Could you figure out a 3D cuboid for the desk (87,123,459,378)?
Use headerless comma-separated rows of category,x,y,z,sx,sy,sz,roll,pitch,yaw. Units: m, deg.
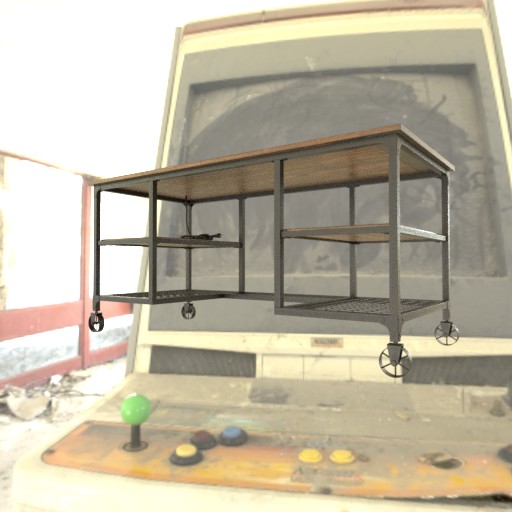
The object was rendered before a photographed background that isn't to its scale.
desk,0.000,0.000,2.033,1.590,0.751,0.711,-1,-1,36
